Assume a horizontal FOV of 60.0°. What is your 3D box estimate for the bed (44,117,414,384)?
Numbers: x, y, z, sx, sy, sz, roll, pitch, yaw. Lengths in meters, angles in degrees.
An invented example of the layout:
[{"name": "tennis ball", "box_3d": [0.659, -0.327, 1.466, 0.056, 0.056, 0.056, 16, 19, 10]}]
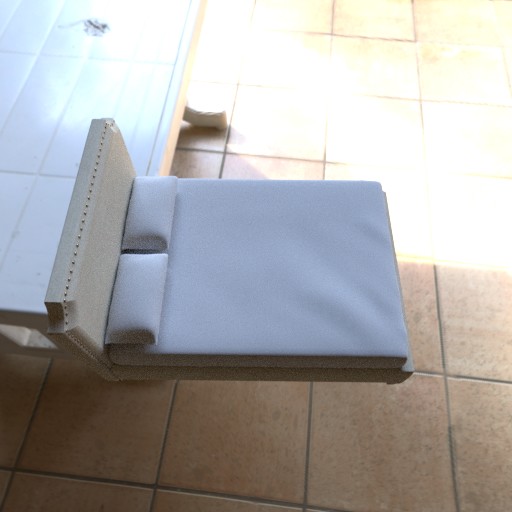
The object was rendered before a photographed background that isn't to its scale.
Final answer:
[{"name": "bed", "box_3d": [0.000, 0.000, 3.464, 2.381, 1.457, 1.713, 1, 61, 0]}]
